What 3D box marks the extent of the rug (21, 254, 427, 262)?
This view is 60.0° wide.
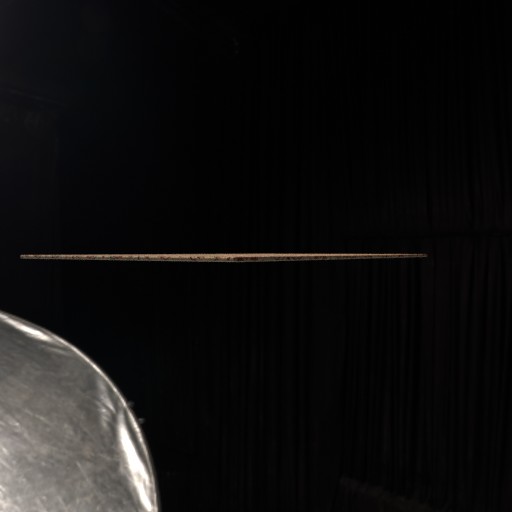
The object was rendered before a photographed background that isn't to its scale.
[{"bbox_3d":[0.000,0.000,2.907,1.541,0.018,2.297,0,1,37],"label":"rug"}]
